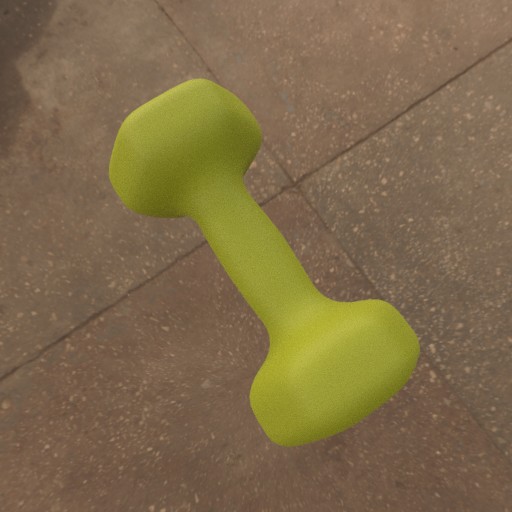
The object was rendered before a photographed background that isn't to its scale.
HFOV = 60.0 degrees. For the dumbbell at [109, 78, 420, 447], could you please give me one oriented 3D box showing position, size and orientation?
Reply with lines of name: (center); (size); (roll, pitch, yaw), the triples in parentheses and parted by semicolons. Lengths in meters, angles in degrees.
dumbbell: (0.000, 0.000, 0.207); (0.080, 0.072, 0.164); (-32, 77, -8)
